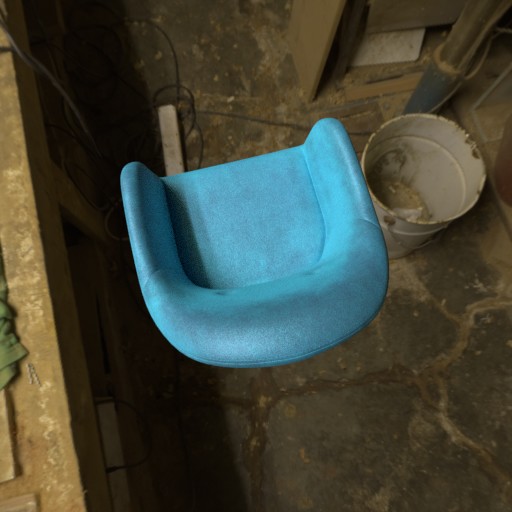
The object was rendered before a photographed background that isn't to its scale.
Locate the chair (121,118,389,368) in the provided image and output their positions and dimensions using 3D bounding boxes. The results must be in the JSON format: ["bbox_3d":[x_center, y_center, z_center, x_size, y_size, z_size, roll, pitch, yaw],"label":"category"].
[{"bbox_3d":[0.000,0.000,1.167,0.540,0.780,0.570,-14,76,-3],"label":"chair"}]
